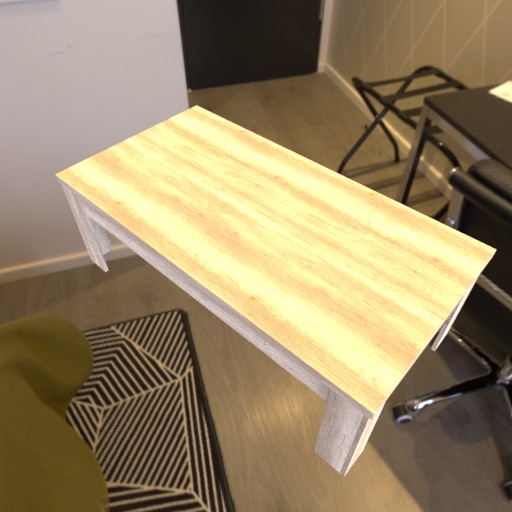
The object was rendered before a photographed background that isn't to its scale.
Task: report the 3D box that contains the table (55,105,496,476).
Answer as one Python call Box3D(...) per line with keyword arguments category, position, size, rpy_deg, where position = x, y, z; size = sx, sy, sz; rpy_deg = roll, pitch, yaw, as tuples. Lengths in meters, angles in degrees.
Box3D(category="table", position=(0.000, 0.000, 1.655), size=(1.350, 0.460, 0.700), rpy_deg=(33, 55, 28))
